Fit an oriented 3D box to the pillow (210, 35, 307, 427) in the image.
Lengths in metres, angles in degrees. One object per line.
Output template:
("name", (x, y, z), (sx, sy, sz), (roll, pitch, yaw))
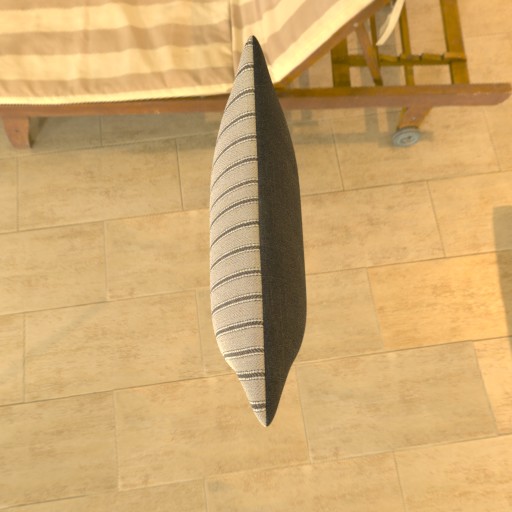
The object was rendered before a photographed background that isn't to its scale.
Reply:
("pillow", (0.000, 0.000, 0.703), (0.138, 0.444, 0.468), (-2, 75, 0))
